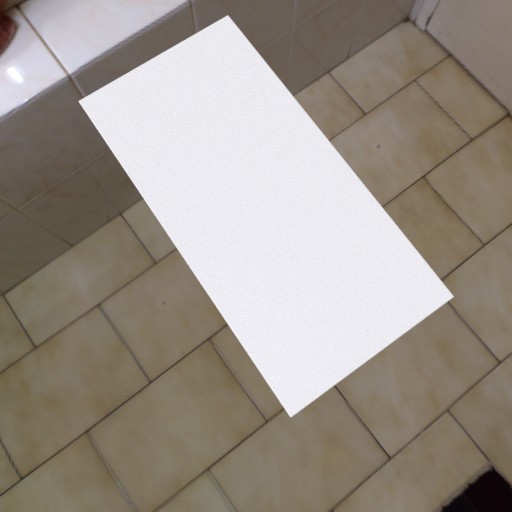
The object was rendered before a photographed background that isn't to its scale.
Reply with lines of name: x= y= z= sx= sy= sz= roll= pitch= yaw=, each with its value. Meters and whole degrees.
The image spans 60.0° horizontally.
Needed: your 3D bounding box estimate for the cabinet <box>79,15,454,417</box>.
cabinet: x=0.000 y=0.000 z=1.085 sx=0.296 sy=0.815 sz=0.600 roll=-34 pitch=79 yaw=-8
